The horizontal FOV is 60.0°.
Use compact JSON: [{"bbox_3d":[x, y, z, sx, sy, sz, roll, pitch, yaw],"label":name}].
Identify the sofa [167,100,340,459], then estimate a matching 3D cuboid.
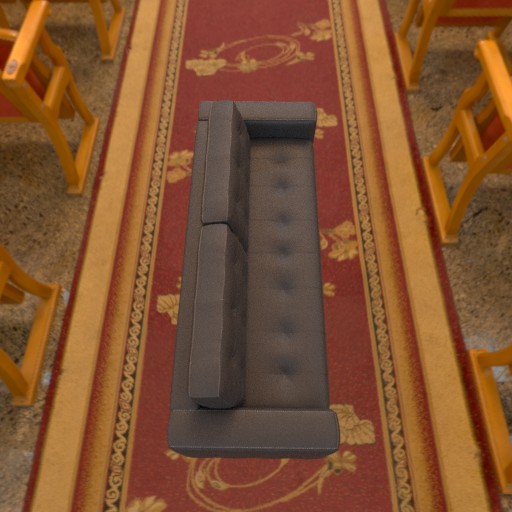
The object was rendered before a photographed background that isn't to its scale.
[{"bbox_3d":[0.000,0.000,2.751,0.833,0.893,2.275,1,63,0],"label":"sofa"}]
